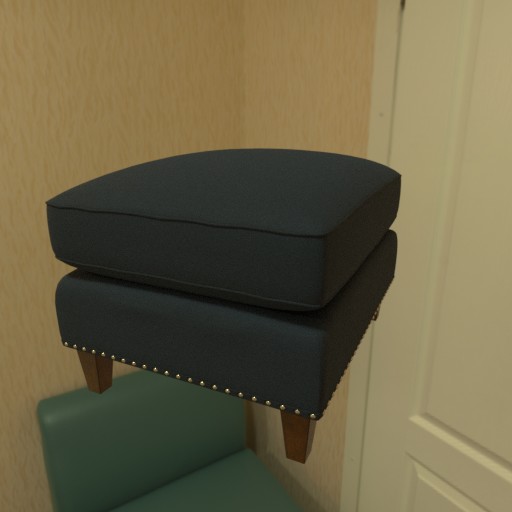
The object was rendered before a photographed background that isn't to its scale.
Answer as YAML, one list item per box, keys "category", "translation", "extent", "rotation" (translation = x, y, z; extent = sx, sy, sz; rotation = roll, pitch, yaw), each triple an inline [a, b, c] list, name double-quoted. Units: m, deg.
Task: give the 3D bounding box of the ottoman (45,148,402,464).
- category: "ottoman"
  translation: [0.000, 0.000, 1.101]
  extent: [0.584, 0.513, 0.741]
  rotation: [8, 19, 24]
